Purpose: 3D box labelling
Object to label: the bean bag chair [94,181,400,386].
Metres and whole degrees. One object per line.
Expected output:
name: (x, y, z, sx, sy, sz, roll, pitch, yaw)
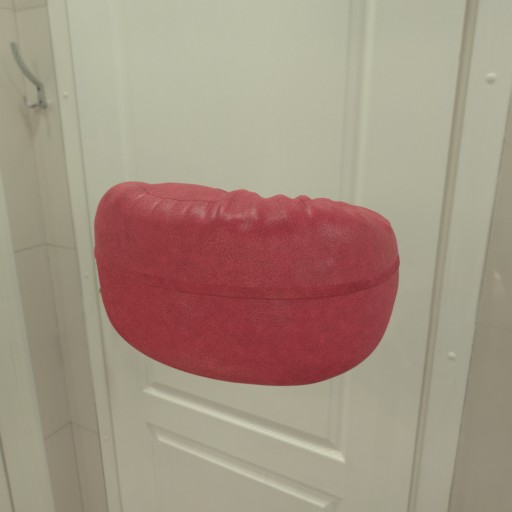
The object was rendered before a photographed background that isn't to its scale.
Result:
bean bag chair: (0.000, 0.000, 2.406, 1.524, 0.878, 1.524, 9, 18, 27)
